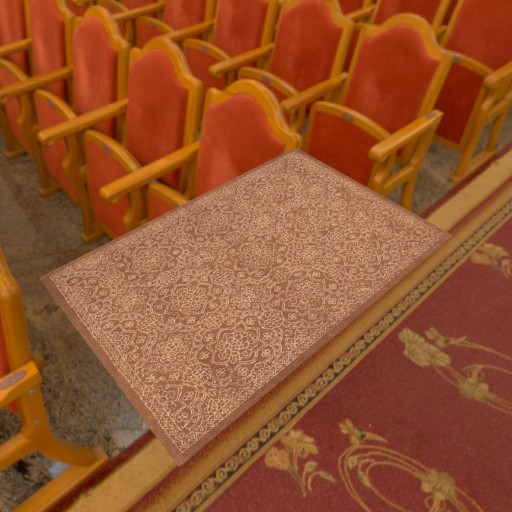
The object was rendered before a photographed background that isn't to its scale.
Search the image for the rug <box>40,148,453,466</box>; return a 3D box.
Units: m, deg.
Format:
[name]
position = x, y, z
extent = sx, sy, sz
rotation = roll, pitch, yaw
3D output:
[rug]
position = 0.000, 0.000, 2.914
extent = 2.286, 0.011, 1.524
rotation = -32, 53, -28
